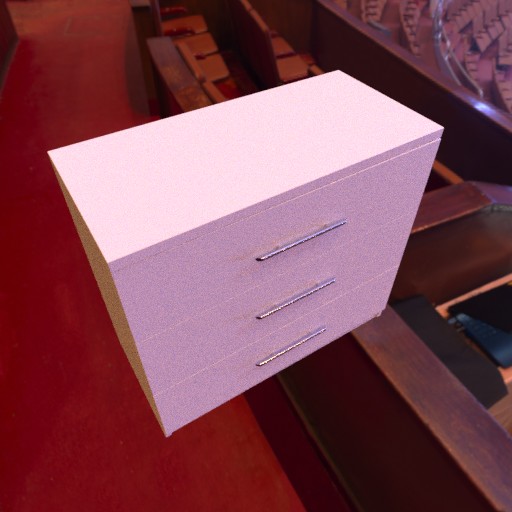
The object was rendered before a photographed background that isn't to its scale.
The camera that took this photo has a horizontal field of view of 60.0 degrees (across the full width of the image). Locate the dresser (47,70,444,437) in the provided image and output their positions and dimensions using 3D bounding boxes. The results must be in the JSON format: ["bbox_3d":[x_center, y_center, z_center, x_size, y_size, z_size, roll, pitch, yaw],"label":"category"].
[{"bbox_3d":[0.000,0.000,1.274,0.830,0.740,0.420,-24,50,-22],"label":"dresser"}]
